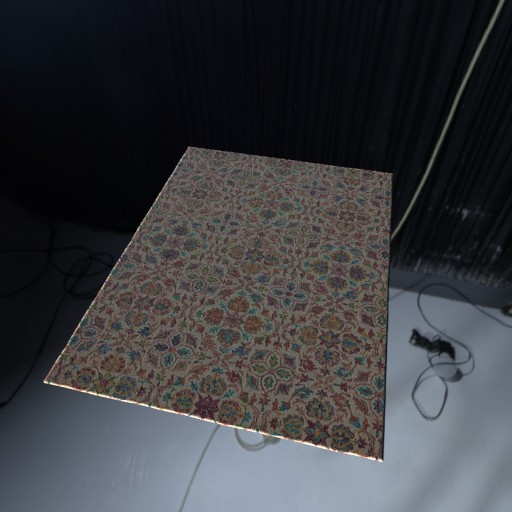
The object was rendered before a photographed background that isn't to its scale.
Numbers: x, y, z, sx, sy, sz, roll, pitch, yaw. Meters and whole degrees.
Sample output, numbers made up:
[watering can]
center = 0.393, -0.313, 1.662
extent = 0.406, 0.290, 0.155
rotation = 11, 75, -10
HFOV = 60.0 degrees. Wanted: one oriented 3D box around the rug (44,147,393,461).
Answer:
[rug]
center = 0.000, 0.000, 4.133
extent = 2.446, 0.020, 3.215
rotation = 10, 47, 9
